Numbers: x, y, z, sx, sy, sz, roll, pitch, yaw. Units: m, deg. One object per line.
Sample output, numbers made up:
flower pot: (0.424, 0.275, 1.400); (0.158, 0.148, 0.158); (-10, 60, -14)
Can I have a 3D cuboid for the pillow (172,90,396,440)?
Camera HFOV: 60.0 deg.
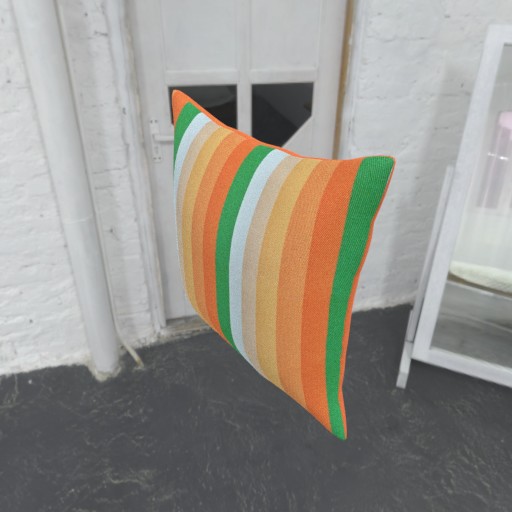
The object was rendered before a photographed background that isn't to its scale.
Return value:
pillow: (0.000, 0.000, 0.709); (0.169, 0.444, 0.453); (-22, 38, -32)
